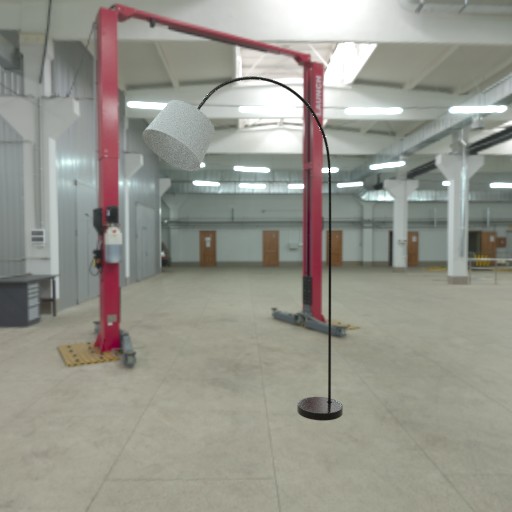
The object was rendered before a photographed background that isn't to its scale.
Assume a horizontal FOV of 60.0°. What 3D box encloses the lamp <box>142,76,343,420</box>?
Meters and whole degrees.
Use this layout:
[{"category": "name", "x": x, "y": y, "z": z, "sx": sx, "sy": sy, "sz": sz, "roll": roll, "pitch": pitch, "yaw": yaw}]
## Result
[{"category": "lamp", "x": 0.000, "y": 0.000, "z": 2.615, "sx": 1.363, "sy": 2.104, "sz": 0.331, "roll": -1, "pitch": 2, "yaw": -37}]
